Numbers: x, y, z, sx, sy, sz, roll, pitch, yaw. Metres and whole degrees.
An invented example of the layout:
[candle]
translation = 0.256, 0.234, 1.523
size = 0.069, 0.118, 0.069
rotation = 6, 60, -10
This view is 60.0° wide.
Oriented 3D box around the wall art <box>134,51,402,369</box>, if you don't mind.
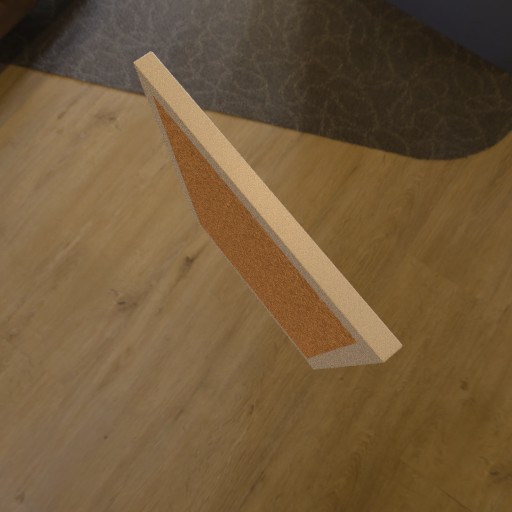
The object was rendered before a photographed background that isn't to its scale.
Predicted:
[wall art]
translation = 0.000, 0.000, 0.765
size = 0.028, 0.556, 0.454
rotation = -37, 78, -9
